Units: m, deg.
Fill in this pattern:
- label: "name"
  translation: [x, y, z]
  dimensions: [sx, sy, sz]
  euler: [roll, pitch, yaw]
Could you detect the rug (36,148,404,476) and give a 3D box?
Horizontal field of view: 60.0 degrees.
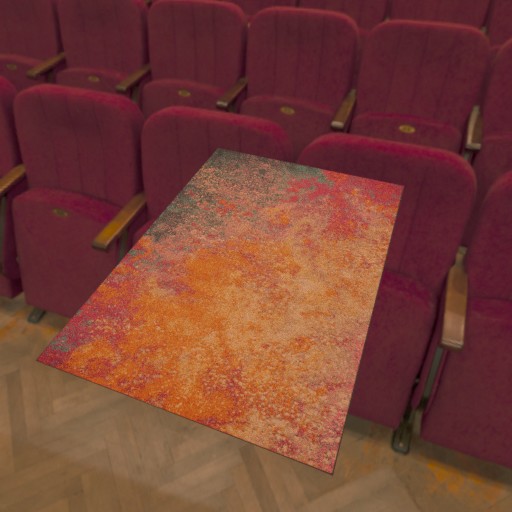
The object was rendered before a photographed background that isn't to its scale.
- label: "rug"
  translation: [0.000, 0.000, 3.628]
  dimensions: [2.007, 0.013, 2.896]
  euler: [15, 46, 15]
